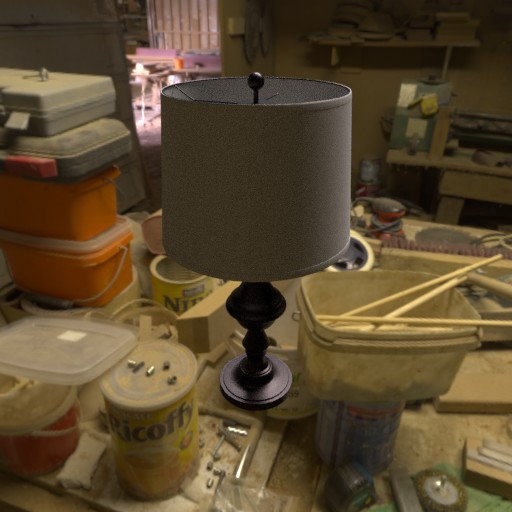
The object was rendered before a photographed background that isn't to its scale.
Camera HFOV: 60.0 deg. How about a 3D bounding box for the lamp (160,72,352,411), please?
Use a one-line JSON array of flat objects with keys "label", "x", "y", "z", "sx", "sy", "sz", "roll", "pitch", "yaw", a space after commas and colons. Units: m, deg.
[{"label": "lamp", "x": 0.000, "y": 0.000, "z": 0.943, "sx": 0.383, "sy": 0.726, "sz": 0.383, "roll": 0, "pitch": 29, "yaw": 0}]
